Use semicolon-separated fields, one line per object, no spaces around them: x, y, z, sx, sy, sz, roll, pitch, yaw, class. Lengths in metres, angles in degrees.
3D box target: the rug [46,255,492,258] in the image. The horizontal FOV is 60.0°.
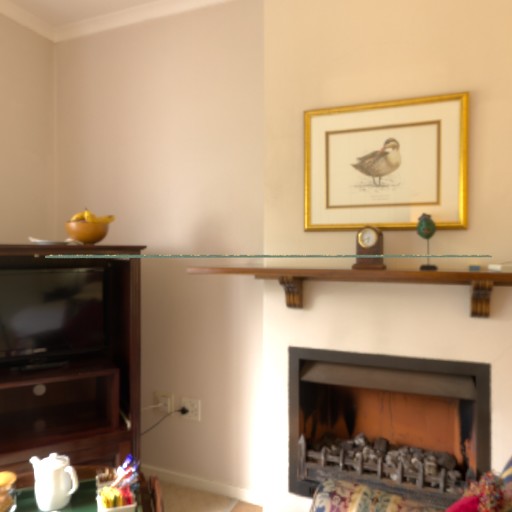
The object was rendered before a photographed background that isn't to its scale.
0.000;0.000;2.831;2.205;0.012;1.554;0;0;-16;rug
